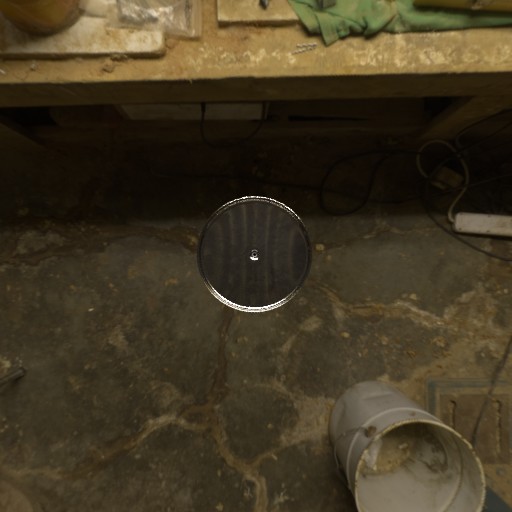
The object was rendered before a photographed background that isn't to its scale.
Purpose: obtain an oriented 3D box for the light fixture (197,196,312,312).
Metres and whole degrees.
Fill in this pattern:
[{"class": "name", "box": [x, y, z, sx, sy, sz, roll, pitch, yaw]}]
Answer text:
[{"class": "light fixture", "box": [0.000, 0.000, 1.718, 0.336, 1.538, 0.336, 0, 90, 0]}]
